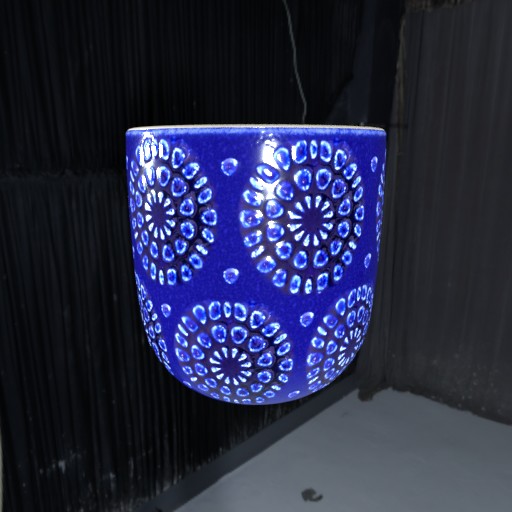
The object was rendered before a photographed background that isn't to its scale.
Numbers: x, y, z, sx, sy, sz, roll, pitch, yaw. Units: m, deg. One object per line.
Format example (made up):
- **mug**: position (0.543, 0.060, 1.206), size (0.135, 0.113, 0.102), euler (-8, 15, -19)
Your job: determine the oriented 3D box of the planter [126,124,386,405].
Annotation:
- **planter**: position (0.000, 0.000, 0.204), size (0.109, 0.112, 0.109), euler (0, 14, 0)
